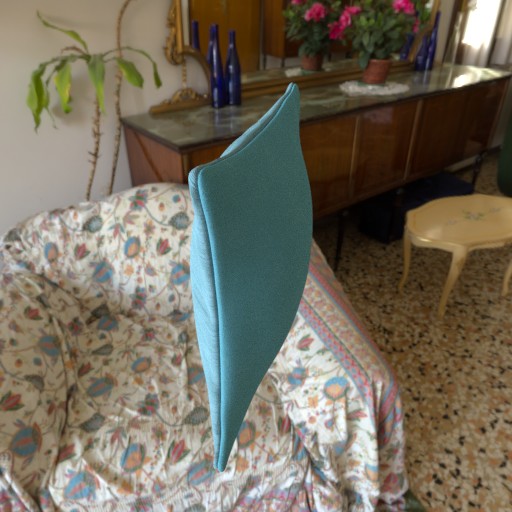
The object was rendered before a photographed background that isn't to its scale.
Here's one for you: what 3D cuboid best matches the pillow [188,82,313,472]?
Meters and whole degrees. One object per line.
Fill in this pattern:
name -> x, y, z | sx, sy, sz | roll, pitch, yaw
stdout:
pillow -> 0.000, 0.000, 0.652 | 0.151, 0.415, 0.433 | 8, 32, 13
